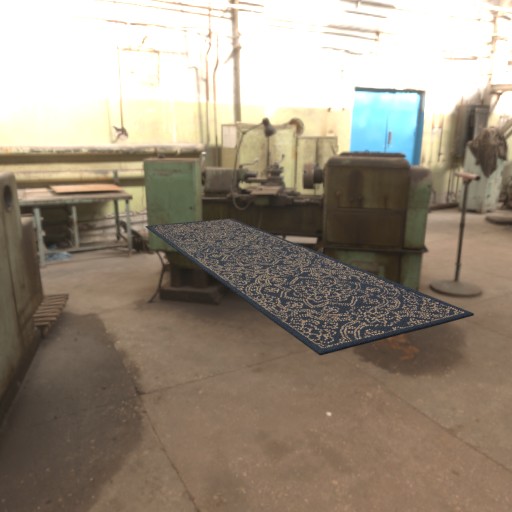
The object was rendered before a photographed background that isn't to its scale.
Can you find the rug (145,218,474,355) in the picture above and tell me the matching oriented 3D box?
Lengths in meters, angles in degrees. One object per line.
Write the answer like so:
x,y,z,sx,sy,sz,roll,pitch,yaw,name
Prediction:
0.000,0.000,2.696,0.769,0.012,2.448,-8,17,-26,rug
